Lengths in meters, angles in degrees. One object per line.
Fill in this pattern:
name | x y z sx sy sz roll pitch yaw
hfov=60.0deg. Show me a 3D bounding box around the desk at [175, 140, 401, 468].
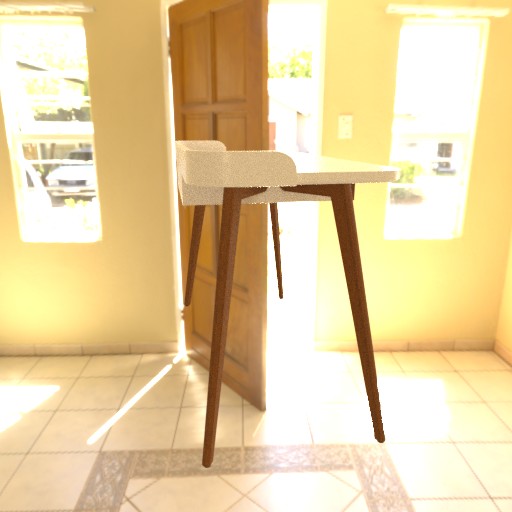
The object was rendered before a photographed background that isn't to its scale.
desk | 0.000 0.000 1.642 0.534 0.807 1.206 -3 16 -11
